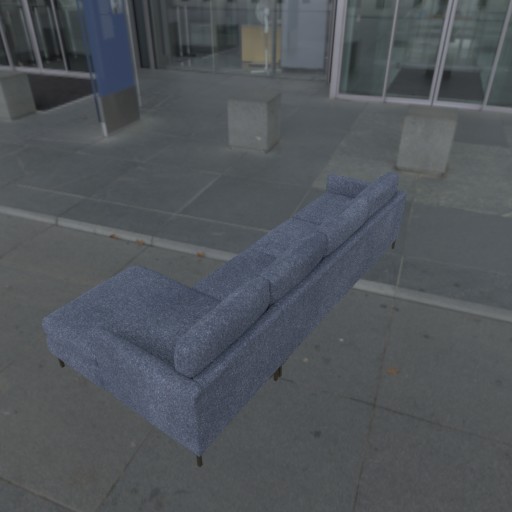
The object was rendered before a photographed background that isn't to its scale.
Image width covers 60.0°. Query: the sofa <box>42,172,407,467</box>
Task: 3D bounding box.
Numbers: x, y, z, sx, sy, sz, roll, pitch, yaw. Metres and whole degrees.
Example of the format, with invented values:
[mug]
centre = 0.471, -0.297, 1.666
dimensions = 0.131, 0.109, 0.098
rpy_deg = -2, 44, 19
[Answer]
[sofa]
centre = 0.000, 0.000, 3.510
dimensions = 1.350, 0.810, 2.932
rpy_deg = 21, 38, 30
